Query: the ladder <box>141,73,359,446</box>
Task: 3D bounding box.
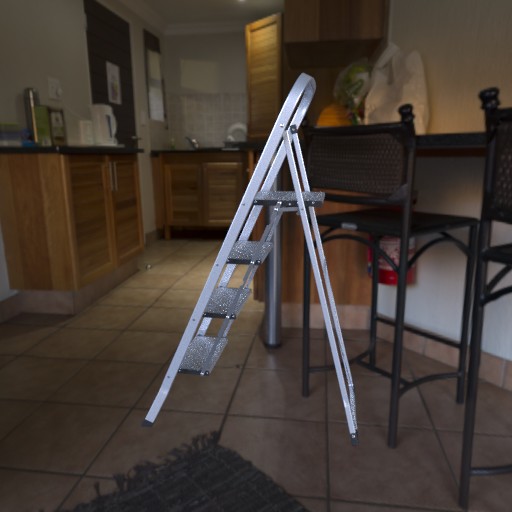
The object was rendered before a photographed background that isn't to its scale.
[{"bbox_3d":[0.000,0.000,1.719,0.830,1.290,0.465,2,14,10],"label":"ladder"}]
